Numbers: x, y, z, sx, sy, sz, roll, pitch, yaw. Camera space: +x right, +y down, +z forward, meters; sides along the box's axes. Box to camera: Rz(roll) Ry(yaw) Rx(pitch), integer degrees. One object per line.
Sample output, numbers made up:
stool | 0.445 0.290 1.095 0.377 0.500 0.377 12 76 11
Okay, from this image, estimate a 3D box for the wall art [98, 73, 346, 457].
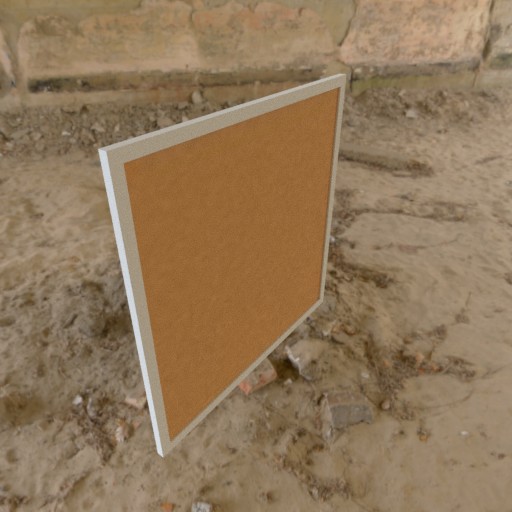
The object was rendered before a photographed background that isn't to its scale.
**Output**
wall art | 0.000 0.000 0.676 0.012 0.457 0.457 22 39 31
